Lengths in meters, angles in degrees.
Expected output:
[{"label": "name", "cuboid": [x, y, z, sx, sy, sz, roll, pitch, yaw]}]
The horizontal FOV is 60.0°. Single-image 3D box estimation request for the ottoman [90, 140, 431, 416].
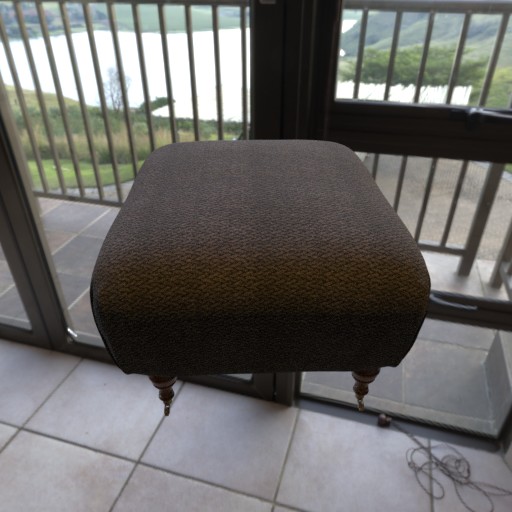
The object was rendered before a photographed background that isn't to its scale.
[{"label": "ottoman", "cuboid": [0.000, 0.000, 1.122, 0.622, 0.450, 0.747, -1, 33, -2]}]
